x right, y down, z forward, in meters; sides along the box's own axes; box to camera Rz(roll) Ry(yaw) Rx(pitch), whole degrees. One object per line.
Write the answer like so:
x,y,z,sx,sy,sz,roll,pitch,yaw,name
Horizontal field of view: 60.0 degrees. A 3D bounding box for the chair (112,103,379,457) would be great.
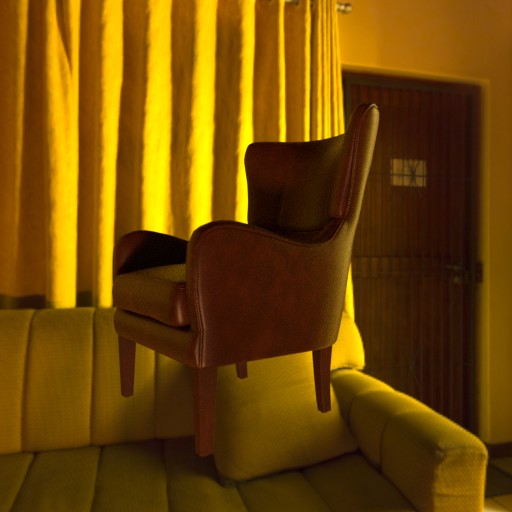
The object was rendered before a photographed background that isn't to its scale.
0.000,0.000,1.631,0.914,1.048,0.692,0,0,-36,chair
